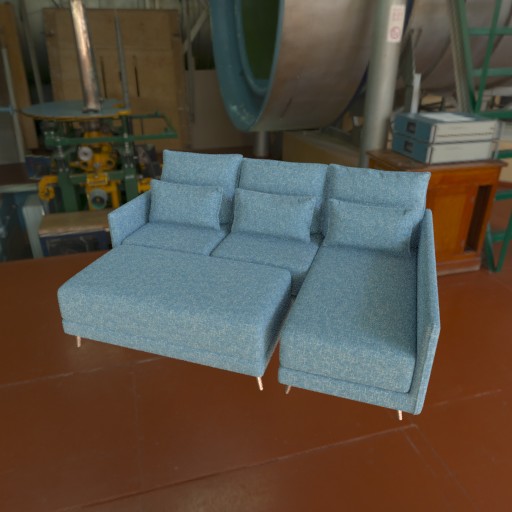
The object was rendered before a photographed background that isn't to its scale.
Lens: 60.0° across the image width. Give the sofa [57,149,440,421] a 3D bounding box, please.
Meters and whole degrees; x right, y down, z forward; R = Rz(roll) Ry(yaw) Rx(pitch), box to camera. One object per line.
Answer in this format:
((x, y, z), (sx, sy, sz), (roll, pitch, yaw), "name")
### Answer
((0.000, 0.000, 2.740), (2.034, 0.899, 1.420), (8, 28, 16), "sofa")
